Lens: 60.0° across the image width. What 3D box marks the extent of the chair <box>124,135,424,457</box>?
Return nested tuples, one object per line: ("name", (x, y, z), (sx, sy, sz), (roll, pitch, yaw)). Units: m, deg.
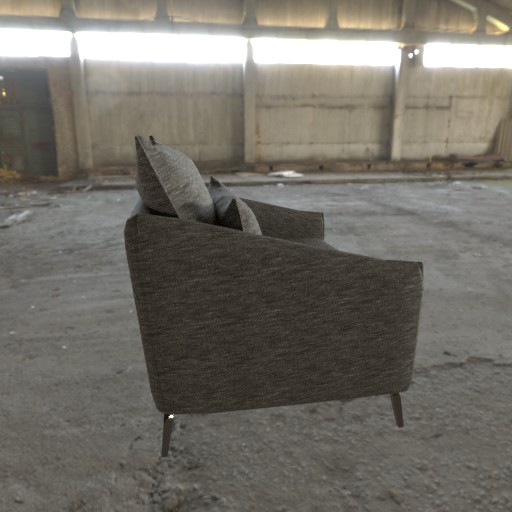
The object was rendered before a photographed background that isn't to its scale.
("chair", (0.000, 0.000, 1.600), (0.805, 0.842, 1.004), (-3, 15, -10))
